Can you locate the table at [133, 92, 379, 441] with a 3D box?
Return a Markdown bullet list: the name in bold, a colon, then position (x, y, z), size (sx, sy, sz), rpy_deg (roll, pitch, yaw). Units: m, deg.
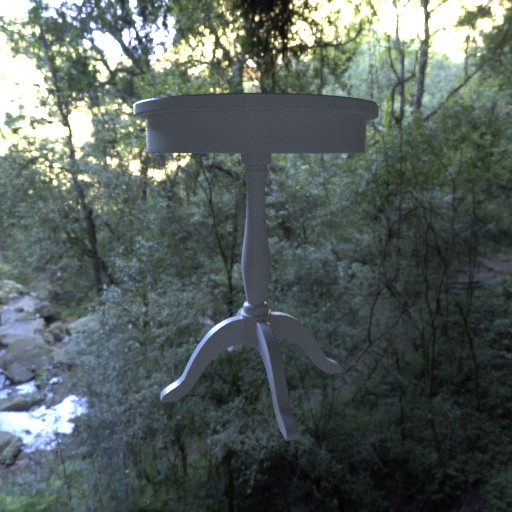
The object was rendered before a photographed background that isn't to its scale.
- **table**: position (0.000, 0.000, 1.028), size (0.513, 0.653, 0.513), rpy_deg (0, 13, 0)
